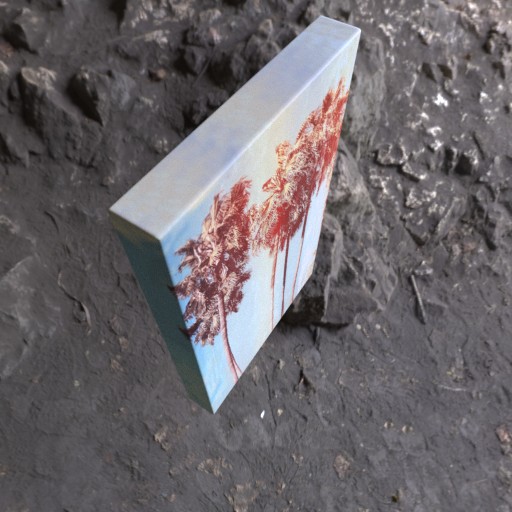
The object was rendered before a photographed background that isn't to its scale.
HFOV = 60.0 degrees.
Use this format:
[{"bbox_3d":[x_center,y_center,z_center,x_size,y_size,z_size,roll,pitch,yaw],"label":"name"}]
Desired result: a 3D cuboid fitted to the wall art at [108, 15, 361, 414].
[{"bbox_3d":[0.000,0.000,0.463,0.039,0.380,0.251,29,61,18],"label":"wall art"}]
